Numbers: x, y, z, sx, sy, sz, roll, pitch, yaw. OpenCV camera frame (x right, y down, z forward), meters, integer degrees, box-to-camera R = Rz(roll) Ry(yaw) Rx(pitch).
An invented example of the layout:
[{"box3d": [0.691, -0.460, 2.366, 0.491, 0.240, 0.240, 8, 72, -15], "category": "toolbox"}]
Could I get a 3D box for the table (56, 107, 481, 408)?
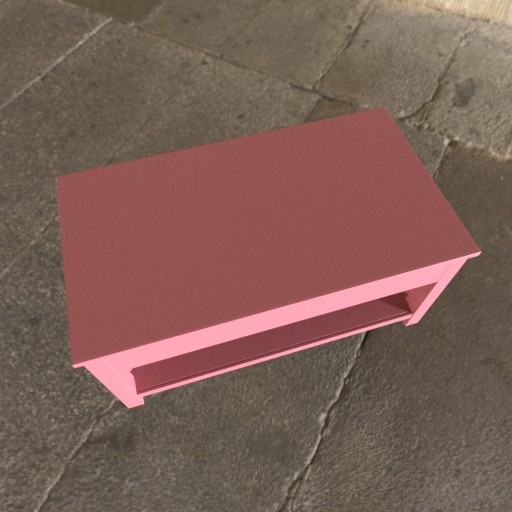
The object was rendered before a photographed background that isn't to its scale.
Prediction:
[{"box3d": [0.000, 0.000, 1.461, 1.068, 0.493, 0.612, -14, 60, -9], "category": "table"}]
